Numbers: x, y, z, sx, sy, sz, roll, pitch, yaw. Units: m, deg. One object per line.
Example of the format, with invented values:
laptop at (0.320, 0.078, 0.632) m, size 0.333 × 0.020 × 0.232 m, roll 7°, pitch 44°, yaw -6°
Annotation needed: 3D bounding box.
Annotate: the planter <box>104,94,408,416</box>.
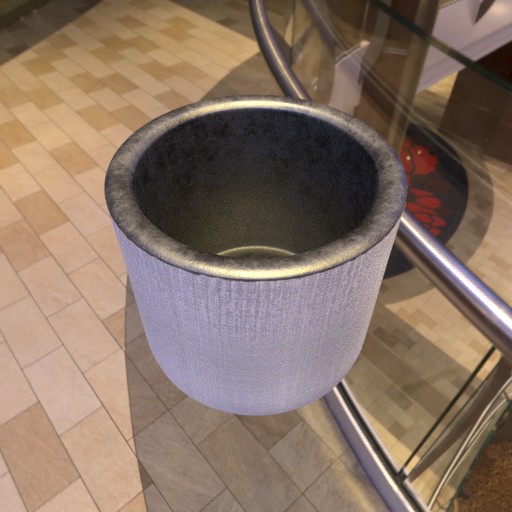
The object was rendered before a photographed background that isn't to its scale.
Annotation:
planter at (0.000, 0.000, 0.224) m, size 0.125 × 0.112 × 0.125 m, roll 0°, pitch 47°, yaw 0°
